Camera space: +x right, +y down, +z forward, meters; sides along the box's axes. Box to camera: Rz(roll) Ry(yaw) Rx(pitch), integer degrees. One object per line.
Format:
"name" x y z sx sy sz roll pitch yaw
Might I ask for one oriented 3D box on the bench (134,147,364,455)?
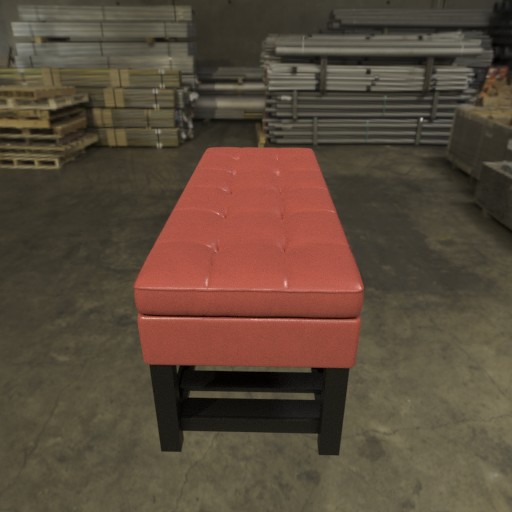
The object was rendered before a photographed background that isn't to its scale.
"bench" 0.000 0.000 1.380 0.432 0.460 1.105 1 27 1
